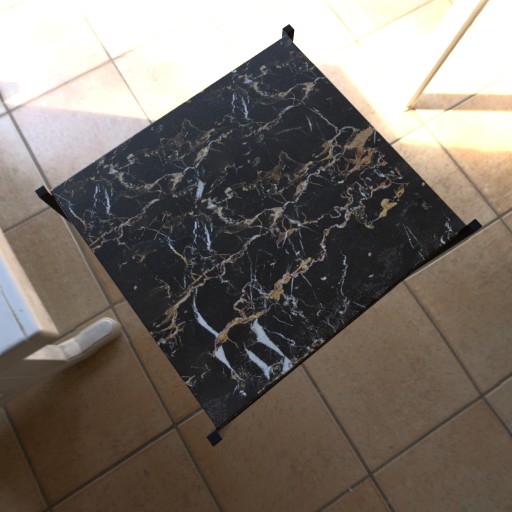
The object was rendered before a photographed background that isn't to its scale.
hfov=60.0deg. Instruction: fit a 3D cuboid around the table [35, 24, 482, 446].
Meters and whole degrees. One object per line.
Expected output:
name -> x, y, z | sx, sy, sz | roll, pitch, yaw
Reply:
table -> 0.000, 0.000, 0.884 | 0.469, 0.534, 0.432 | -37, 78, -9
